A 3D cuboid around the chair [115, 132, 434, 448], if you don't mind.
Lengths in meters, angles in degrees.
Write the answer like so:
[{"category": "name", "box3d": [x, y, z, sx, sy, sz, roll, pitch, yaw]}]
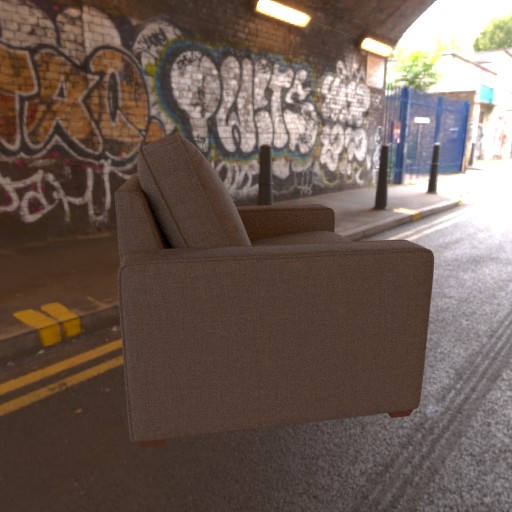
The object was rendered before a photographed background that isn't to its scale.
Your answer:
[{"category": "chair", "box3d": [0.000, 0.000, 1.735, 0.940, 0.919, 1.017, -3, 15, -10]}]
